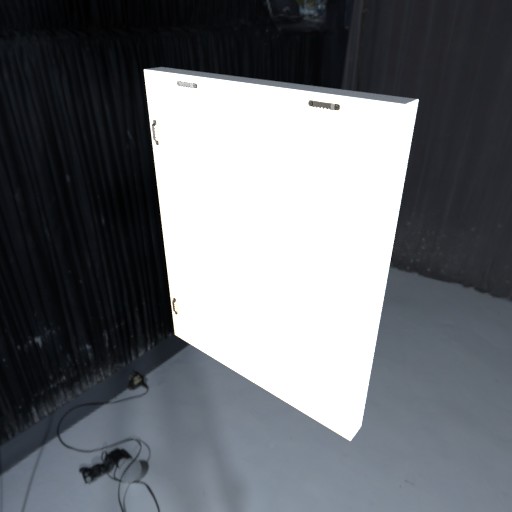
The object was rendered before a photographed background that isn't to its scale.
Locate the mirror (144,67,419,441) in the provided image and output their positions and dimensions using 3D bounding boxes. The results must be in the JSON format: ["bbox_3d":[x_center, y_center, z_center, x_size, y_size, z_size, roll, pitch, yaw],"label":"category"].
[{"bbox_3d":[0.000,0.000,0.687,0.406,0.509,0.041,22,37,33],"label":"mirror"}]
